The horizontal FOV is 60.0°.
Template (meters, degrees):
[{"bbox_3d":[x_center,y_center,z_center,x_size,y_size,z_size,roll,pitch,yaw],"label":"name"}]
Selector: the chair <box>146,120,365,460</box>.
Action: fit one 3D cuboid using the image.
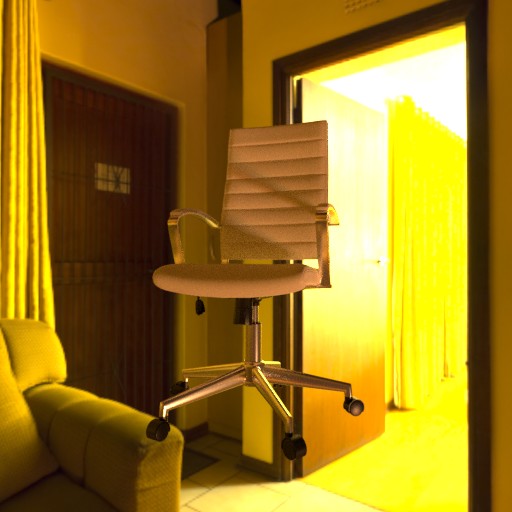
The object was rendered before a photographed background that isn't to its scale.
[{"bbox_3d":[0.000,0.000,1.636,0.766,1.149,0.739,0,-1,18],"label":"chair"}]
